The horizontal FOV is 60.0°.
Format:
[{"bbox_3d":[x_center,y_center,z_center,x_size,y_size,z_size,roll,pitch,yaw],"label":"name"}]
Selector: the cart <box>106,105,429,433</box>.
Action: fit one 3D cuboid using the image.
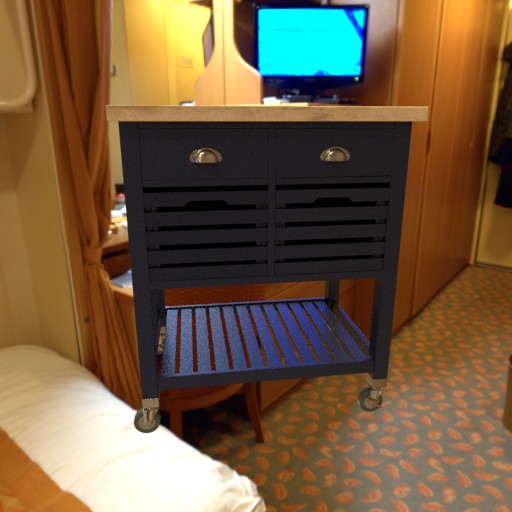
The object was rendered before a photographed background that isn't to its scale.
[{"bbox_3d":[0.000,0.000,1.463,0.797,0.920,0.567,-2,17,-8],"label":"cart"}]
